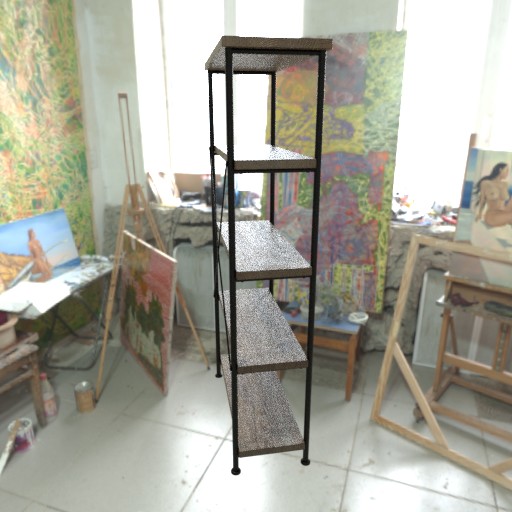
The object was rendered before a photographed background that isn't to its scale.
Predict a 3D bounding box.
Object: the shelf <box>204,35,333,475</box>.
[{"bbox_3d":[0.000,0.000,2.032,0.360,1.700,0.800,-3,18,-10],"label":"shelf"}]
